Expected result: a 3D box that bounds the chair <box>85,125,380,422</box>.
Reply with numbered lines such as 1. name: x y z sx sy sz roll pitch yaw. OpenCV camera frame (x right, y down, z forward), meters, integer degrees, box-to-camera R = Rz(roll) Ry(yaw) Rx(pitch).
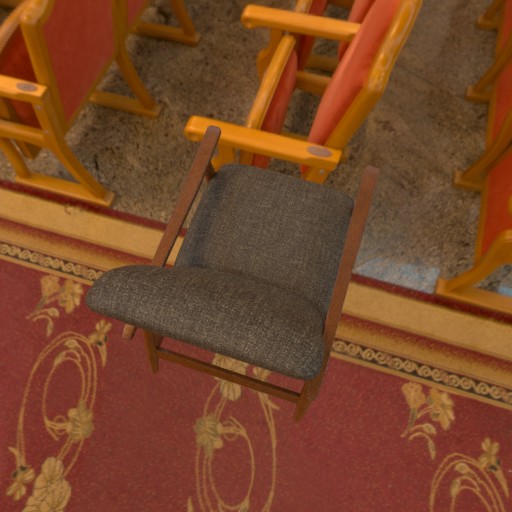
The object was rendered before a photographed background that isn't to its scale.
1. chair: 0.000 0.000 1.763 0.762 1.082 1.014 16 65 8
